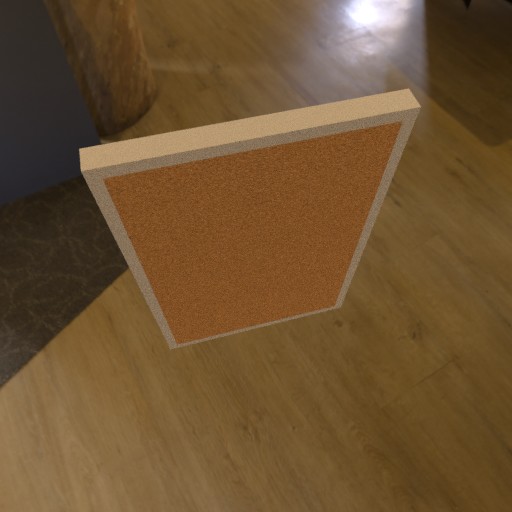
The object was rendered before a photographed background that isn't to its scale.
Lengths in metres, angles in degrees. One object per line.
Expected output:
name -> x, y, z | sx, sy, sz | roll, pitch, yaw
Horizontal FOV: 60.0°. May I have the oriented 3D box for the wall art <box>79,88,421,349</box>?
wall art -> 0.000, 0.000, 0.860 | 0.450, 0.657, 0.038 | -13, 60, -7
